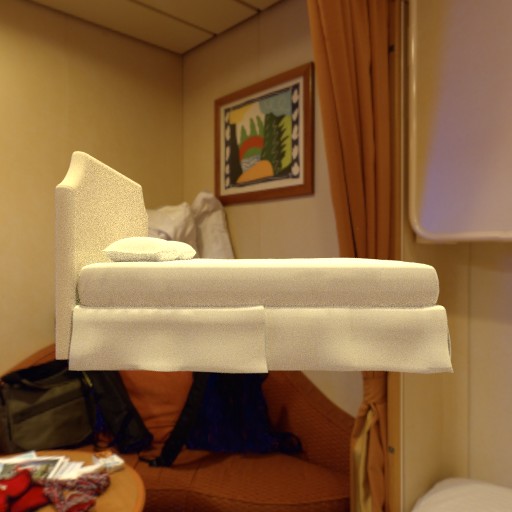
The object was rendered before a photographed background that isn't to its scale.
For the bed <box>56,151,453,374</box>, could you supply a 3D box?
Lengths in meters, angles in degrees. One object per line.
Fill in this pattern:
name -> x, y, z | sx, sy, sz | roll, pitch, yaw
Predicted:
bed -> 0.000, 0.000, 4.147 | 2.773, 1.590, 2.350 | 0, 0, 0
